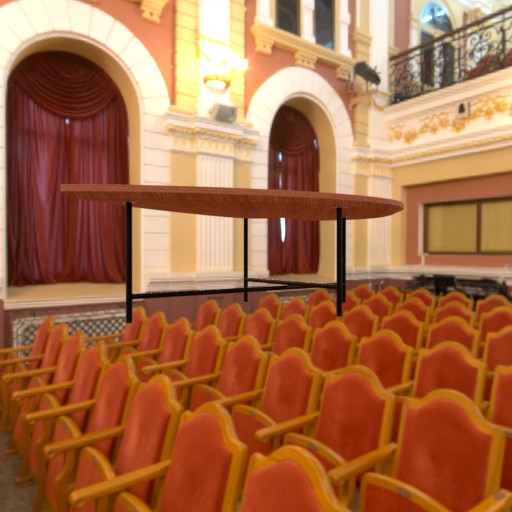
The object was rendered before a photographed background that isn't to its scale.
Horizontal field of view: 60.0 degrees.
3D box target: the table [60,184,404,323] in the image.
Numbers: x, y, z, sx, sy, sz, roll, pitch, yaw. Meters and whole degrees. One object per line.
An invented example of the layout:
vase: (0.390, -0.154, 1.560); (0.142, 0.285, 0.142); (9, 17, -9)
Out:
table: (0.000, 0.000, 1.454); (1.199, 0.360, 0.598); (0, 0, -36)
